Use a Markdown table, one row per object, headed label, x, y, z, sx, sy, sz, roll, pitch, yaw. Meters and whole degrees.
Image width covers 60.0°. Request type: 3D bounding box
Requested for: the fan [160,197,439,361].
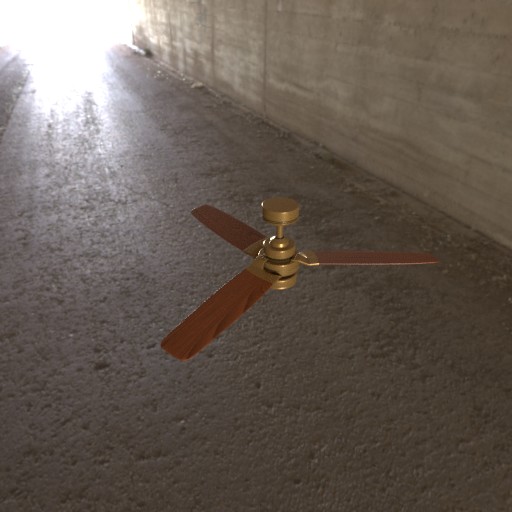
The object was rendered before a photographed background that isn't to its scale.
| label | x | y | z | sx | sy | sz | roll | pitch | yaw |
| --- | --- | --- | --- | --- | --- | --- | --- | --- | --- |
| fan | 0.000 | 0.000 | 2.064 | 1.416 | 0.425 | 1.271 | 19 | 36 | 28 |
